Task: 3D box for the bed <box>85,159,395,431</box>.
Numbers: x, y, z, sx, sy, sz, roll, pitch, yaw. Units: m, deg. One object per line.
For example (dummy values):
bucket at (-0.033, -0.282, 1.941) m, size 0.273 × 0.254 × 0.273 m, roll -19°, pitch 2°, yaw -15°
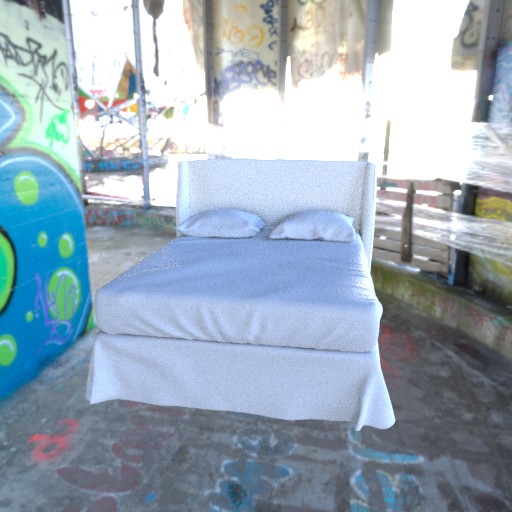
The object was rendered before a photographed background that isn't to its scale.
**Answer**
bed at (0.000, 0.000, 3.412) m, size 1.925 × 1.332 × 2.276 m, roll 3°, pitch 16°, yaw 9°
